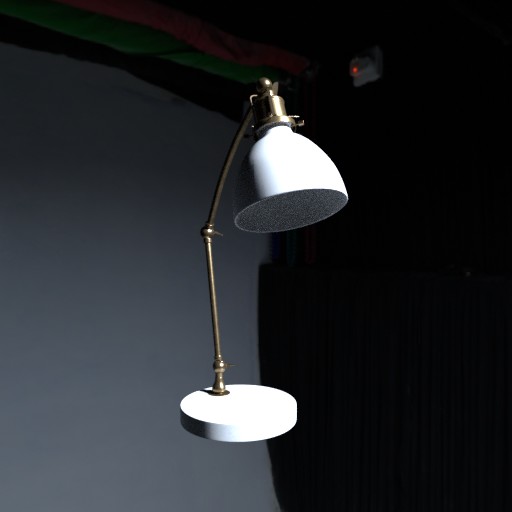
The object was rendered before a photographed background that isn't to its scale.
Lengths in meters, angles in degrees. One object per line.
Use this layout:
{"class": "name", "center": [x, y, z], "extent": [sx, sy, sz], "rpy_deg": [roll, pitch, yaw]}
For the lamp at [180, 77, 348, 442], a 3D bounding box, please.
{"class": "lamp", "center": [0.000, 0.000, 0.675], "extent": [0.186, 0.522, 0.317], "rpy_deg": [0, 1, -37]}
